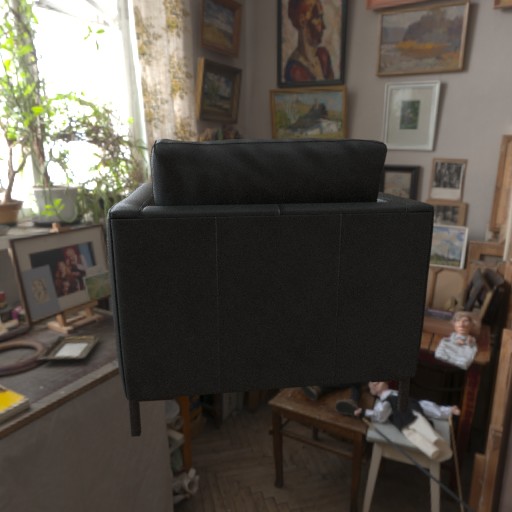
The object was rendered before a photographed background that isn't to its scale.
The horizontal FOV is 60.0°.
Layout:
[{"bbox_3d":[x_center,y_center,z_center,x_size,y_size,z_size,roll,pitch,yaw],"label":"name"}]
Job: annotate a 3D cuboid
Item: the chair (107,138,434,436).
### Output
[{"bbox_3d":[0.000,0.000,1.546,0.967,0.824,0.861,-2,14,-8],"label":"chair"}]
